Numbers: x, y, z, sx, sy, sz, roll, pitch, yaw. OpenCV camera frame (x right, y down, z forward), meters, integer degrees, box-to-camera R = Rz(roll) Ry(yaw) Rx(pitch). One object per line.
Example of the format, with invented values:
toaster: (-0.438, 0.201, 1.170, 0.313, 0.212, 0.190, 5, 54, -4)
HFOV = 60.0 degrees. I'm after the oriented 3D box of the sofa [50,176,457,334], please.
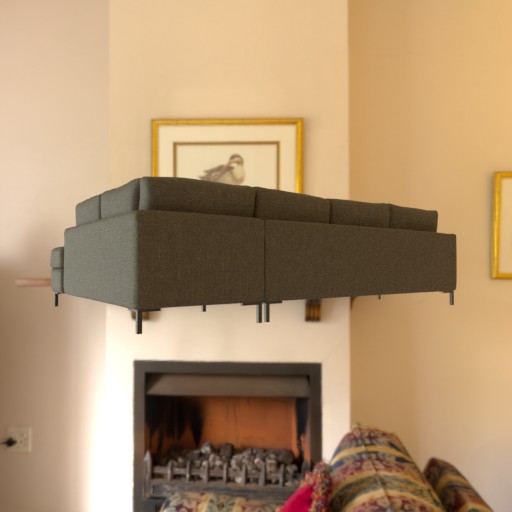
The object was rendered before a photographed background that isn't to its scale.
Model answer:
sofa: (0.000, 0.000, 3.853, 2.972, 0.858, 1.984, 1, -2, -35)
